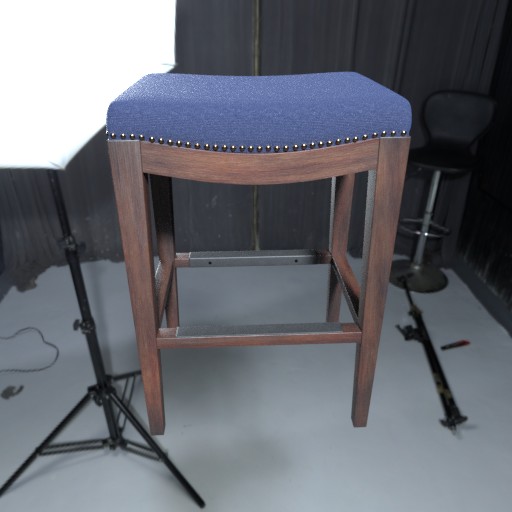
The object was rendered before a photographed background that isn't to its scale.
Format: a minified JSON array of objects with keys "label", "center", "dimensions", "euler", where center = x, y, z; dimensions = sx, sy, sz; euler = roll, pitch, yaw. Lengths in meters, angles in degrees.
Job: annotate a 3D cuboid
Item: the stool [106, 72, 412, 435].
[{"label":"stool","center":[0.000,0.000,0.998],"dimensions":[0.498,0.740,0.358],"euler":[-1,29,-2]}]
